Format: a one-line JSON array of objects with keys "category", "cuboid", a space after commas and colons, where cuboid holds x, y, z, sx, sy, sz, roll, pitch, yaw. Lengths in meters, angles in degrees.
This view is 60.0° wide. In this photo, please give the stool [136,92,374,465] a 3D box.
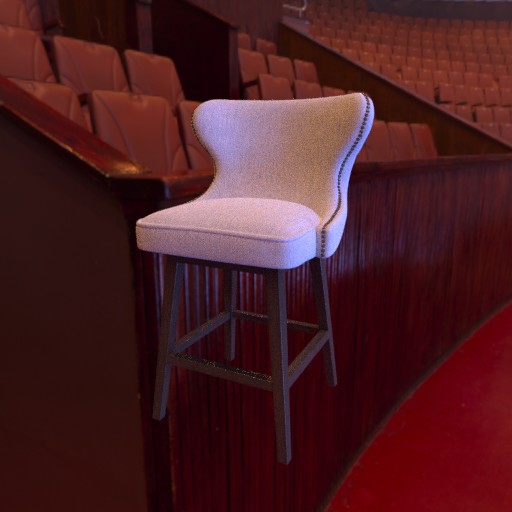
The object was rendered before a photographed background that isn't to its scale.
[{"category": "stool", "cuboid": [0.000, 0.000, 1.379, 0.615, 0.972, 0.597, 7, 16, 26]}]
